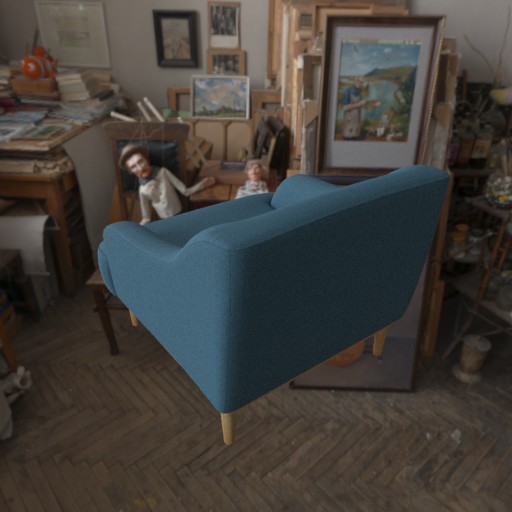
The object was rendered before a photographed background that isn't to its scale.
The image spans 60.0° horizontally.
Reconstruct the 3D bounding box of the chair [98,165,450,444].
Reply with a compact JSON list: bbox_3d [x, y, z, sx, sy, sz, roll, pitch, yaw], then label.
[{"bbox_3d":[0.000,0.000,1.666,0.946,0.818,0.951,-20,37,-29],"label":"chair"}]
